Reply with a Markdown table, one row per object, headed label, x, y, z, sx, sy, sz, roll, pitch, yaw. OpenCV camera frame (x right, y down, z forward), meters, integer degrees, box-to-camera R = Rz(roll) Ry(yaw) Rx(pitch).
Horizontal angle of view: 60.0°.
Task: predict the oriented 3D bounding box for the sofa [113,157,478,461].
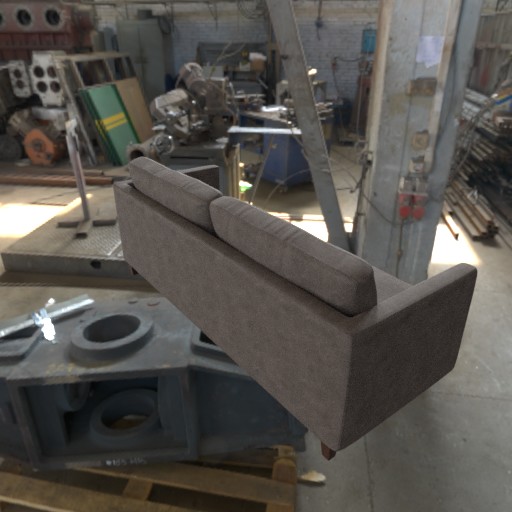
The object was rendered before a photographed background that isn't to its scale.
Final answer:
| label | x | y | z | sx | sy | sz | roll | pitch | yaw |
| --- | --- | --- | --- | --- | --- | --- | --- | --- | --- |
| sofa | 0.000 | 0.000 | 2.875 | 0.951 | 0.965 | 2.434 | -19 | 32 | -33 |
